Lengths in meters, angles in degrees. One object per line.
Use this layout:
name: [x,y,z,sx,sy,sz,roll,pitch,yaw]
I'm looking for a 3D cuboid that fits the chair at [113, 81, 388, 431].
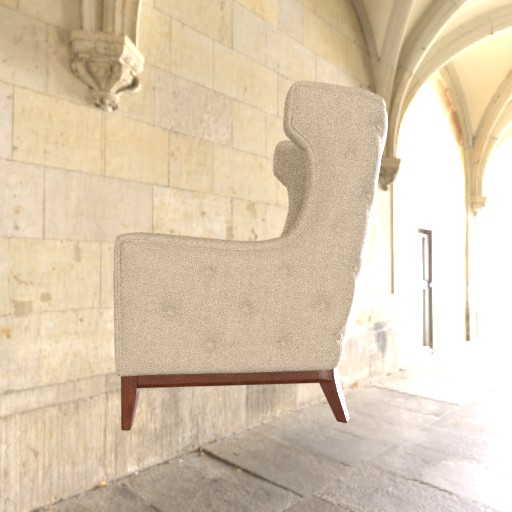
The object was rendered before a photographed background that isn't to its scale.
chair: [0.000,0.000,1.703,0.899,1.079,0.778,0,-2,-1]
